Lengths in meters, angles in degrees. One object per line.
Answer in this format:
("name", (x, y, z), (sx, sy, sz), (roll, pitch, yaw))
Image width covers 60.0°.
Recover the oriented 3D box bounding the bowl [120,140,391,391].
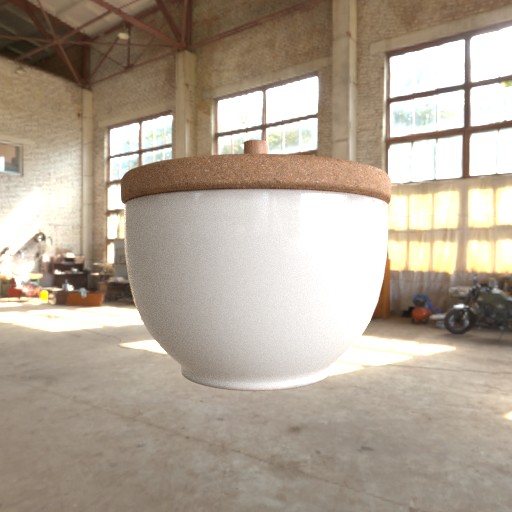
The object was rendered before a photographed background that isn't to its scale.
("bowl", (0.000, 0.000, 0.216), (0.126, 0.110, 0.126), (0, 0, 0))
